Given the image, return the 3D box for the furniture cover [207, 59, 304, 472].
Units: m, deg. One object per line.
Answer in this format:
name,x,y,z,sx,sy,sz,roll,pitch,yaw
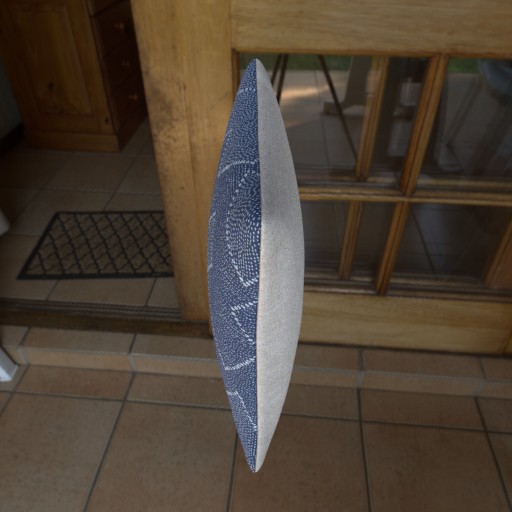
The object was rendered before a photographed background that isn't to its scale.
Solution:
furniture cover,0.000,0.000,0.761,0.162,0.503,0.511,0,40,0
